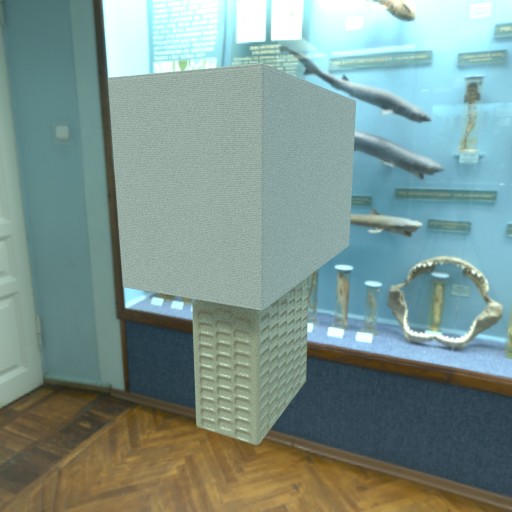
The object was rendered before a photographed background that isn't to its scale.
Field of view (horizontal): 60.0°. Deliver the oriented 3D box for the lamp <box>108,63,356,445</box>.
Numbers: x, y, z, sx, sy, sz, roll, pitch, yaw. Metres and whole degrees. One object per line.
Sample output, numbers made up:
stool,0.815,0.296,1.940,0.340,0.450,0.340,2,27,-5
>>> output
lamp,0.000,0.000,0.695,0.200,0.515,0.380,6,15,25
